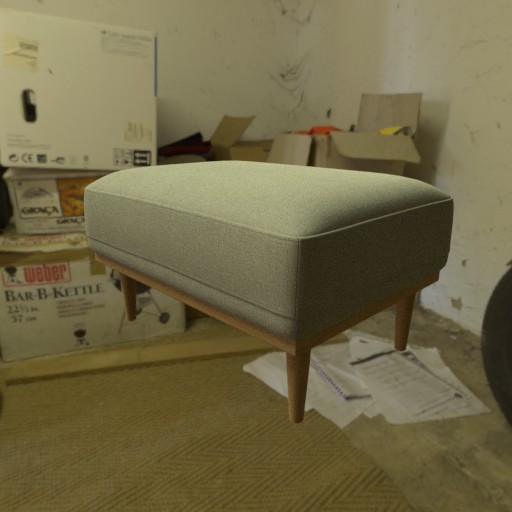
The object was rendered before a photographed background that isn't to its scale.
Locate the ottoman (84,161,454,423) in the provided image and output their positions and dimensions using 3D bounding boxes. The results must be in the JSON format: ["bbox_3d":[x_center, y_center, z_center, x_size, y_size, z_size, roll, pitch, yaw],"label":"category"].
[{"bbox_3d":[0.000,0.000,1.094,0.549,0.428,0.749,-16,23,-42],"label":"ottoman"}]
